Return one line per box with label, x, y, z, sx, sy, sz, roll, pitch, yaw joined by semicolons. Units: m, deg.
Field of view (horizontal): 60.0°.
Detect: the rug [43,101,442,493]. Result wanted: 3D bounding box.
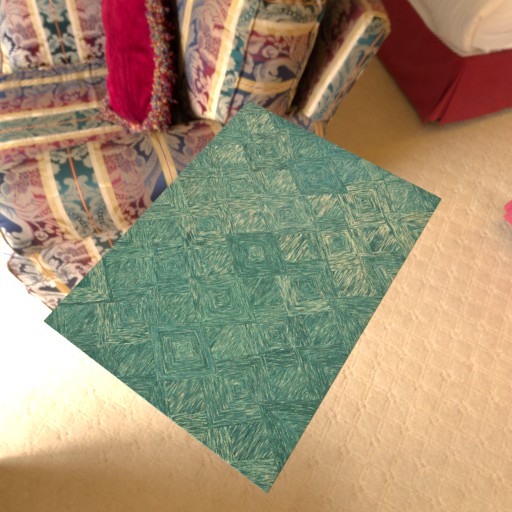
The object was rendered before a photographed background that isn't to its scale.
rug;0.000;0.000;4.243;2.405;0.027;3.217;31;68;15
